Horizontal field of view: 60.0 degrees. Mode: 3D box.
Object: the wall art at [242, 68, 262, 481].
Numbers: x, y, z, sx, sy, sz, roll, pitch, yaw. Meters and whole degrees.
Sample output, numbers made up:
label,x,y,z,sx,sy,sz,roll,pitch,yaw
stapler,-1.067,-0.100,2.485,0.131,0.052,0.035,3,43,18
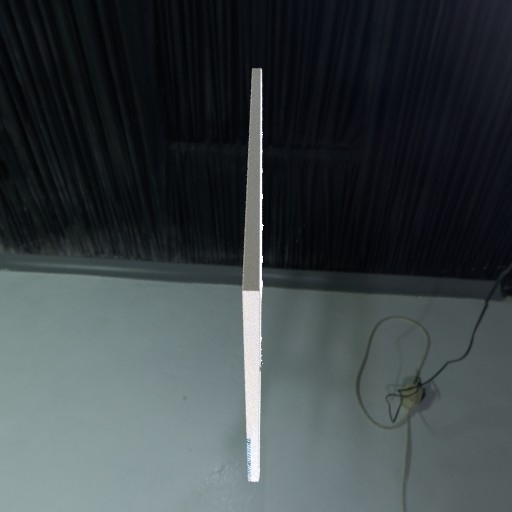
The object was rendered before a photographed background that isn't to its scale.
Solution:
label,x,y,z,sx,sy,sz,roll,pitch,yaw
wall art,0.000,0.000,1.614,0.042,0.912,1.219,0,42,0
